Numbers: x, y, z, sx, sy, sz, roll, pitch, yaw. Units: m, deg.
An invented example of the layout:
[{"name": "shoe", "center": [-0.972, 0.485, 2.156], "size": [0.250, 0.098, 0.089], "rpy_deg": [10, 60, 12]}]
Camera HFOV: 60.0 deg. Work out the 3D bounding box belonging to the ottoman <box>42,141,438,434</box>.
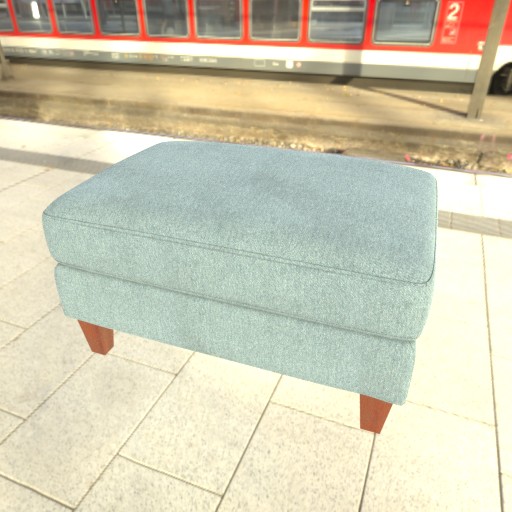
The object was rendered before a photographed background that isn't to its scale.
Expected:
[{"name": "ottoman", "center": [0.000, 0.000, 1.179], "size": [0.864, 0.483, 0.584], "rpy_deg": [11, 33, 17]}]
